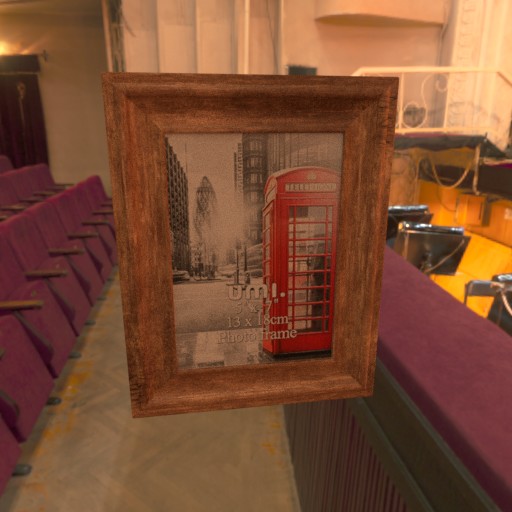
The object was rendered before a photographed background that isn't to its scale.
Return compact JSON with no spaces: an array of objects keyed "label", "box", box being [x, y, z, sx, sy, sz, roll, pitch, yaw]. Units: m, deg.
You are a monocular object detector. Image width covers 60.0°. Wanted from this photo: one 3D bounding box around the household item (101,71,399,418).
[{"label":"household item","box":[0.000,0.000,0.313,0.186,0.237,0.018,-2,16,-8]}]
